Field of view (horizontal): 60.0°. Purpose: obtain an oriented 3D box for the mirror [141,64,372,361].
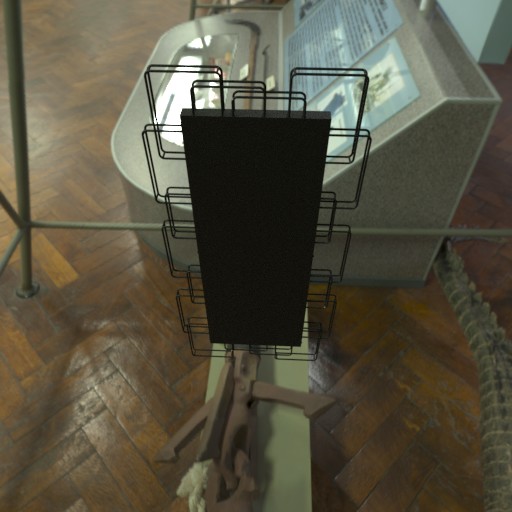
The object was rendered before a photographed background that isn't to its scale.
[{"bbox_3d":[0.000,0.000,1.409,0.565,1.192,0.037,2,46,2],"label":"mirror"}]
